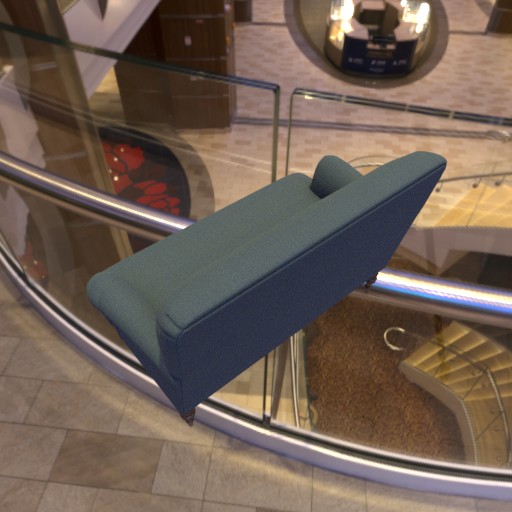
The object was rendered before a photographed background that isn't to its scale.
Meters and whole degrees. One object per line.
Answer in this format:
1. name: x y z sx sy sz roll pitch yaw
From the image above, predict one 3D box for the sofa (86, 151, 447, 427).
1. sofa: 0.000 0.000 1.846 1.297 0.889 0.779 -31 54 -26
